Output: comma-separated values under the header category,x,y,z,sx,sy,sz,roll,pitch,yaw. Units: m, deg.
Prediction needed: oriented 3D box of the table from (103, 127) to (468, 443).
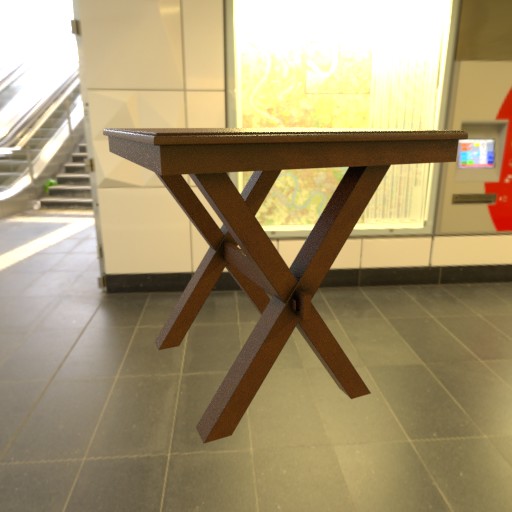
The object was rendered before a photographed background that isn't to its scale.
category,x,y,z,sx,sy,sz,roll,pitch,yaw
table,0.000,0.000,1.022,0.560,0.562,0.602,-7,18,-23
